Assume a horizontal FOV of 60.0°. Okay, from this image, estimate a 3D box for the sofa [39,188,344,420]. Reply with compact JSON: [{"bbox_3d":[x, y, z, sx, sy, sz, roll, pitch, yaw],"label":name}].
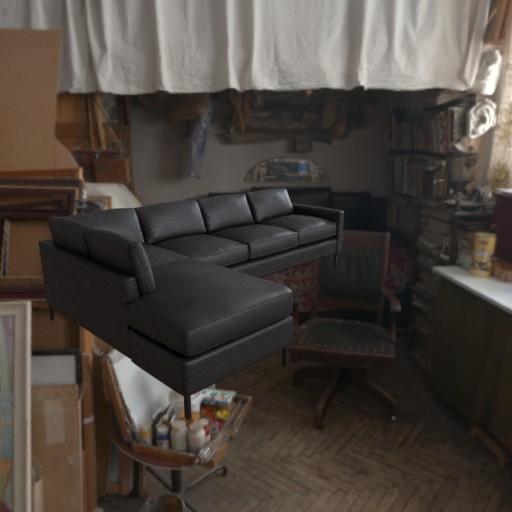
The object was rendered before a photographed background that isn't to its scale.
[{"bbox_3d":[0.000,0.000,3.869,1.938,0.877,2.984,15,21,42],"label":"sofa"}]
